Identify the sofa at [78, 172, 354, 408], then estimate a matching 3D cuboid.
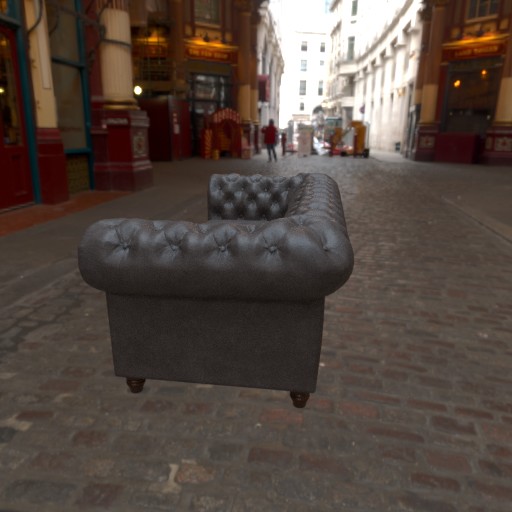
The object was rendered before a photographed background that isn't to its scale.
[{"bbox_3d":[0.000,0.000,2.471,0.944,0.779,2.048,2,16,8],"label":"sofa"}]
